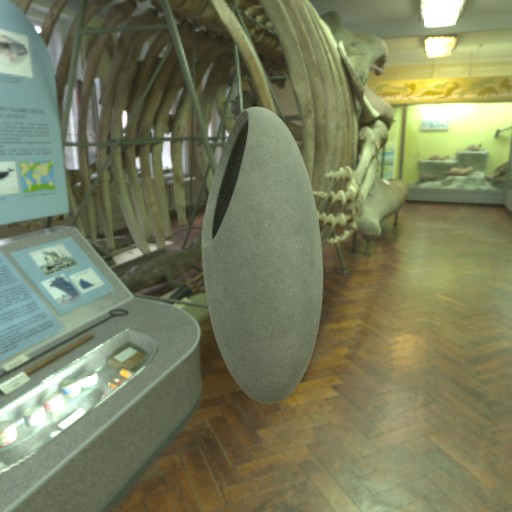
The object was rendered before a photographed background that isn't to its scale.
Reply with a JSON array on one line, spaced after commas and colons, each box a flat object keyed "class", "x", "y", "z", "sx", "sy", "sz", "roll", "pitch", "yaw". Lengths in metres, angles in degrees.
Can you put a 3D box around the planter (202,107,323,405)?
[{"class": "planter", "x": 0.000, "y": 0.000, "z": 0.294, "sx": 0.071, "sy": 0.188, "sz": 0.185, "roll": -2, "pitch": 15, "yaw": -9}]
